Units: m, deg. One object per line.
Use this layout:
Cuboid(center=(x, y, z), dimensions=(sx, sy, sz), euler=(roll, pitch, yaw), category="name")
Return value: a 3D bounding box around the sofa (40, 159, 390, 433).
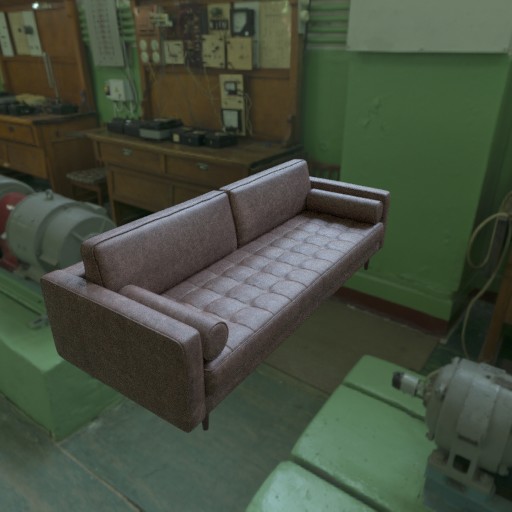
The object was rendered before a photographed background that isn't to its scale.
Cuboid(center=(0.000, 0.000, 2.680), dimensions=(0.914, 0.762, 2.210), euler=(16, 30, 31), category="sofa")
